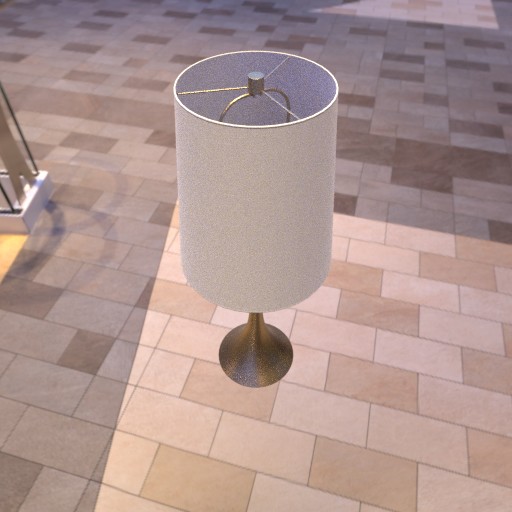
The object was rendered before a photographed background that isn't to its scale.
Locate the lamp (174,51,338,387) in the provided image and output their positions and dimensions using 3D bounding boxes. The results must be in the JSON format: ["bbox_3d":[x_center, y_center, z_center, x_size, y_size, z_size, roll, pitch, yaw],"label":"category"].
[{"bbox_3d":[0.000,0.000,0.687,0.231,0.569,0.231,0,46,0],"label":"lamp"}]
